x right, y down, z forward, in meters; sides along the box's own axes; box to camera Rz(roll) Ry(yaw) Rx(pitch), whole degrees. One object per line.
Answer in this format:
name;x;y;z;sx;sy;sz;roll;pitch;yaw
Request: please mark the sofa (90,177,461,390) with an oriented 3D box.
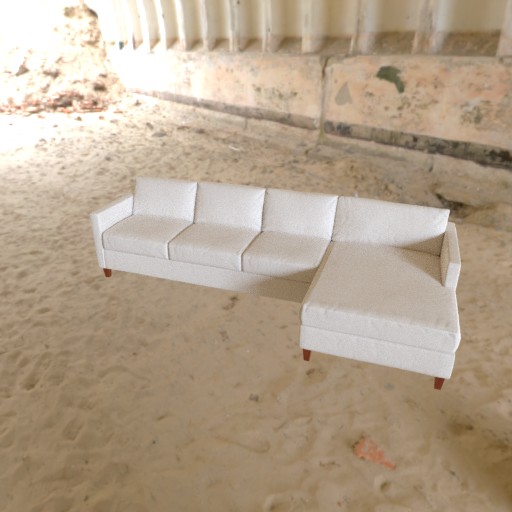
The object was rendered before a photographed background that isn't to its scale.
sofa;0.000;0.000;4.158;3.471;0.954;1.606;9;27;17
